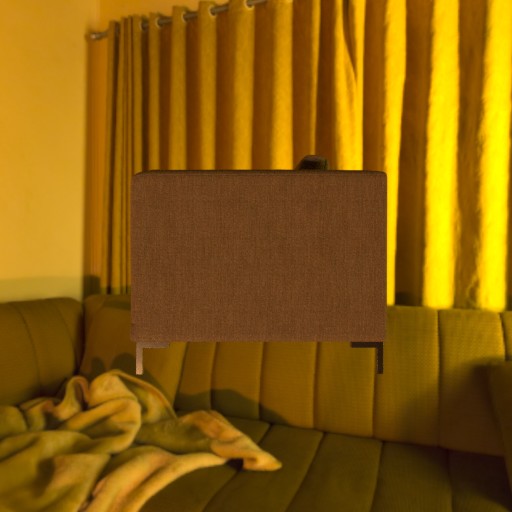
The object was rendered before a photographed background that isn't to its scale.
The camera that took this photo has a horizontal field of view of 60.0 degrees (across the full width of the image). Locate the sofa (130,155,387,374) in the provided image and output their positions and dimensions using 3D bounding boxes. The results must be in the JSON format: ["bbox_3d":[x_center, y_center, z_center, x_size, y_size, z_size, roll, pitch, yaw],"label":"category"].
[{"bbox_3d":[0.000,0.000,2.844,0.969,0.867,2.415,0,0,0],"label":"sofa"}]
